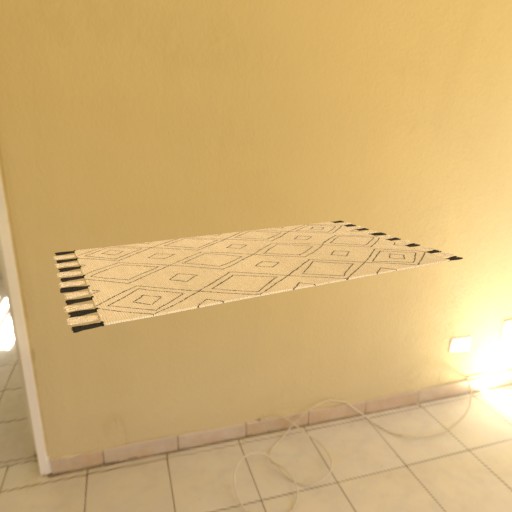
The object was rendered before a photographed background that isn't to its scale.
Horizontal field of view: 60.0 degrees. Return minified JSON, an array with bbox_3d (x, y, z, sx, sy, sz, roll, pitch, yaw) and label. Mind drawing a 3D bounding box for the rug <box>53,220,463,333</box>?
[{"bbox_3d":[0.000,0.000,3.349,2.755,0.021,1.524,-8,18,-25],"label":"rug"}]
